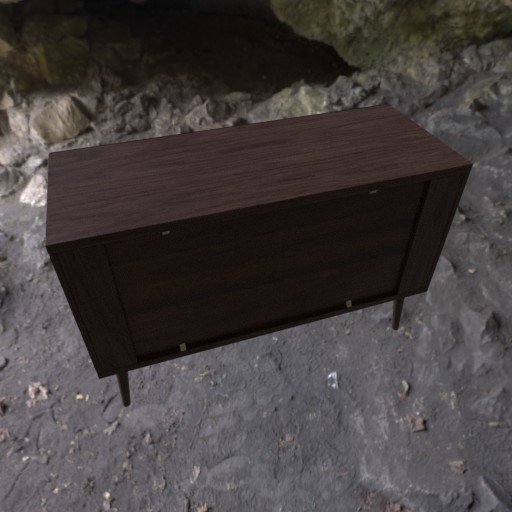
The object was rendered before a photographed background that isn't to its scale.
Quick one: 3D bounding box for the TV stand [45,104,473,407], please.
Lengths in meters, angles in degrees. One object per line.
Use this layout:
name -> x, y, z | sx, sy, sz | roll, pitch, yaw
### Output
TV stand -> 0.000, 0.000, 1.330 | 0.990, 0.660, 0.405 | -12, 43, -14
